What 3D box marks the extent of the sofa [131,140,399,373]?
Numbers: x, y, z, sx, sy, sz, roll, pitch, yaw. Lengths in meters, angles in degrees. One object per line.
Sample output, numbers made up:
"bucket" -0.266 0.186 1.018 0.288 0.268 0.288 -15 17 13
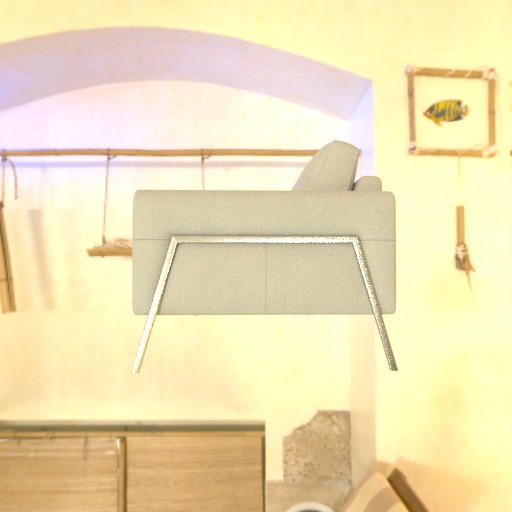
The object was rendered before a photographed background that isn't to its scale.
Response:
"sofa" 0.000 0.000 2.552 0.953 0.875 2.017 0 -2 -2
